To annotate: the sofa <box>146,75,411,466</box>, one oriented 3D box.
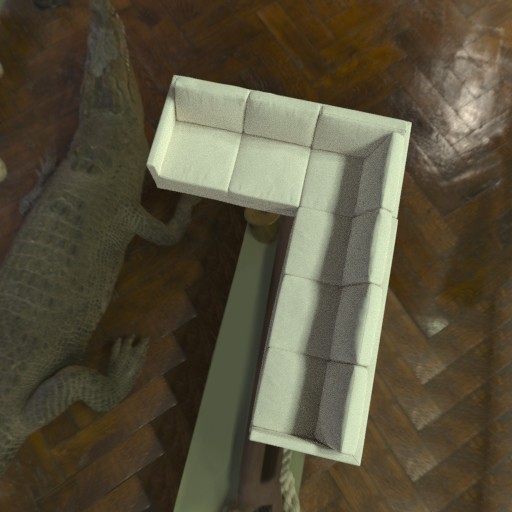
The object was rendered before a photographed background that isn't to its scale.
[{"bbox_3d":[0.000,0.000,4.237,2.432,0.863,3.182,12,76,3],"label":"sofa"}]
